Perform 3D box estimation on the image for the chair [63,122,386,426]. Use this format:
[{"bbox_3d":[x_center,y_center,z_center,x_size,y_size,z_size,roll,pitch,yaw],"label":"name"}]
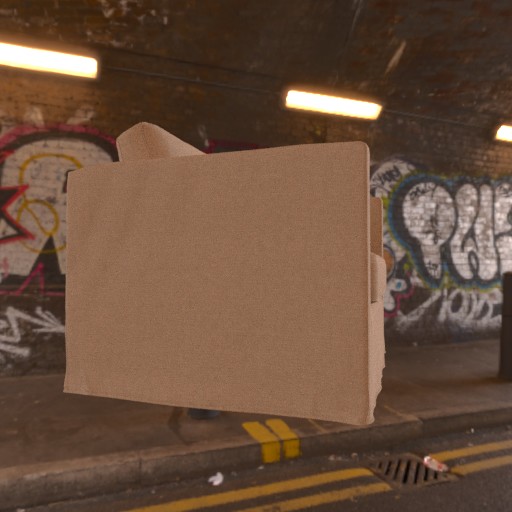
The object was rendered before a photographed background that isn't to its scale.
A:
[{"bbox_3d":[0.000,0.000,1.718,0.949,0.867,1.057,-1,-2,18],"label":"chair"}]
